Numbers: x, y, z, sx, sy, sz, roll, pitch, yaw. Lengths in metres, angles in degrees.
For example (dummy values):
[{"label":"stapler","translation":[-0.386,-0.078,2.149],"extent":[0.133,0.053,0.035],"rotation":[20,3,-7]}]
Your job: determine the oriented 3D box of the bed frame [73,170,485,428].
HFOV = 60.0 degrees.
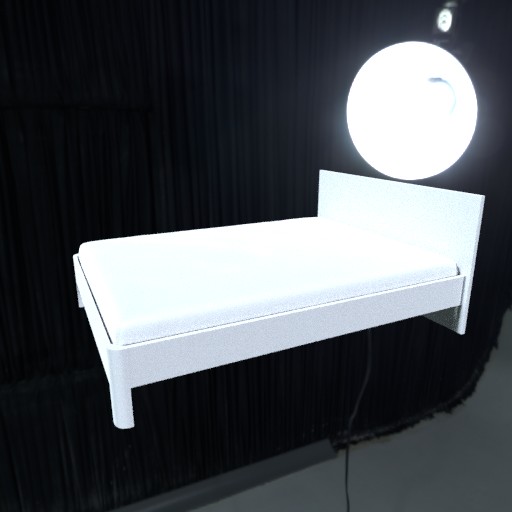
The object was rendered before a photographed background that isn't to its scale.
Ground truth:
[{"label":"bed frame","translation":[0.000,0.000,2.669],"extent":[1.950,0.800,1.490],"rotation":[-8,19,-25]}]
